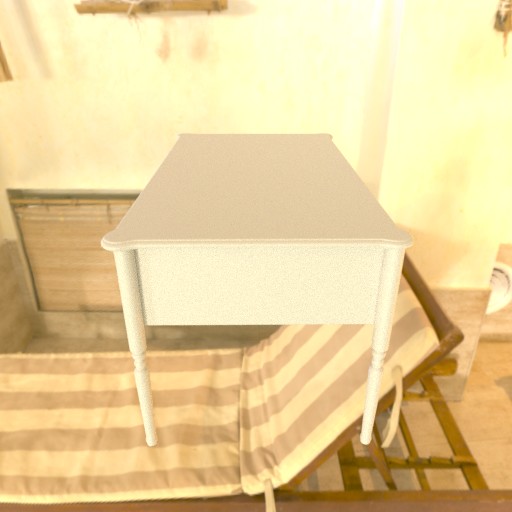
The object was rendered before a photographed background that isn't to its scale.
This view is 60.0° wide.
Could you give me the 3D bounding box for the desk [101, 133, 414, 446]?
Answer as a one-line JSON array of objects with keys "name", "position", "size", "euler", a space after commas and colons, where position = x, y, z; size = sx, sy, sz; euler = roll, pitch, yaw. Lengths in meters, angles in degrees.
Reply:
[{"name": "desk", "position": [0.000, 0.000, 1.885], "size": [0.807, 0.762, 1.380], "euler": [0, 27, 0]}]
